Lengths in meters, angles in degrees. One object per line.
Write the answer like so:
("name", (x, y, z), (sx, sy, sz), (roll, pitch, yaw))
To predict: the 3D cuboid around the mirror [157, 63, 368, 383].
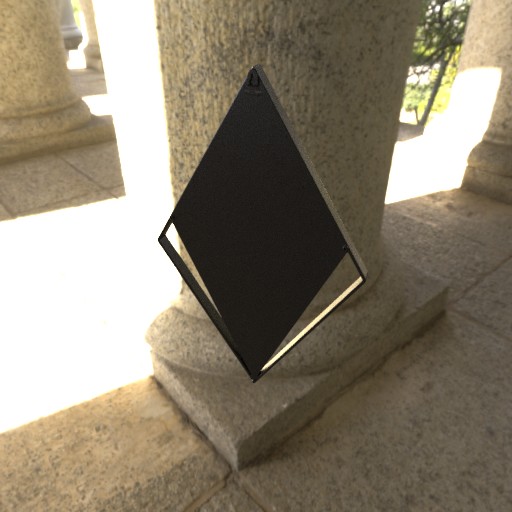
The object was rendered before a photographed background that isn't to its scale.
("mirror", (0.000, 0.000, 0.848), (0.419, 0.679, 0.032), (11, 34, 17))
